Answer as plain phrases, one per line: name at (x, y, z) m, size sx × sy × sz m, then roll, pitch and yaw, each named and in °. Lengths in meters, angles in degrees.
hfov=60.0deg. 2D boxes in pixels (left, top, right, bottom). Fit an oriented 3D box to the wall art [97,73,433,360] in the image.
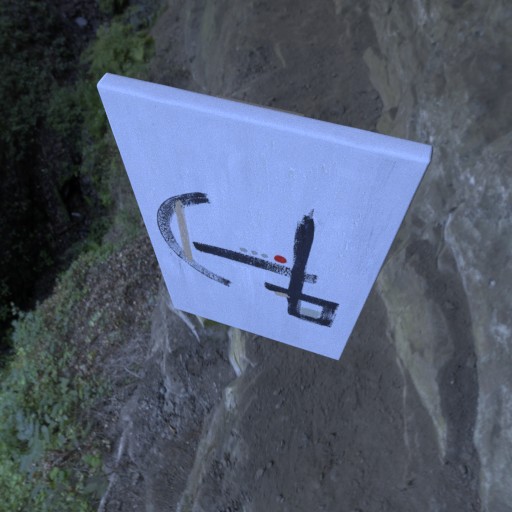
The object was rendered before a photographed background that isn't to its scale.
wall art at (0.000, 0.000, 1.150) m, size 0.602 × 0.916 × 0.048 m, roll 16°, pitch 59°, yaw 10°
